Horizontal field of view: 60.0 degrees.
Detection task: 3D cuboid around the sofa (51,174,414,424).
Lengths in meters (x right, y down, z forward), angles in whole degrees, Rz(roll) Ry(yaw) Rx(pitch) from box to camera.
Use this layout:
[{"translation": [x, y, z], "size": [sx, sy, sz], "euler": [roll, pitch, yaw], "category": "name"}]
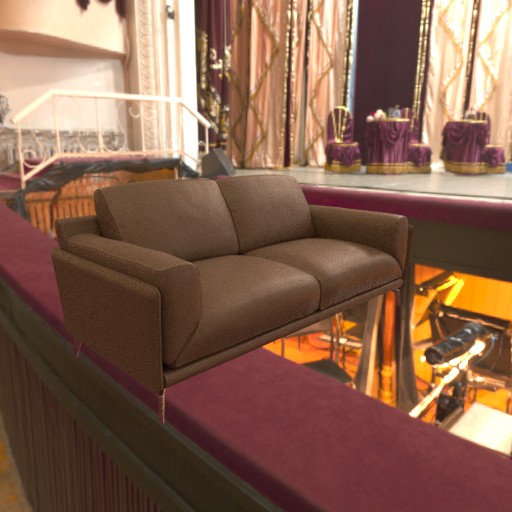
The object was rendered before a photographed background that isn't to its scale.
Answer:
[{"translation": [0.000, 0.000, 2.741], "size": [2.101, 0.930, 1.049], "euler": [-13, 19, -43], "category": "sofa"}]
